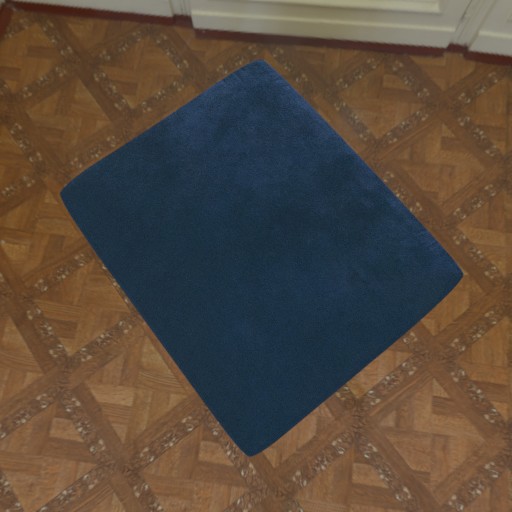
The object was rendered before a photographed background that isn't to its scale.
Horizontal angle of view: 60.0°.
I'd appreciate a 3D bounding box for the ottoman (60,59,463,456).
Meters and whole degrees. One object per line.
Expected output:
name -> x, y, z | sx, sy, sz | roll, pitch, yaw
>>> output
ottoman -> 0.000, 0.000, 1.198 | 0.655, 0.485, 0.794 | -37, 77, -10
